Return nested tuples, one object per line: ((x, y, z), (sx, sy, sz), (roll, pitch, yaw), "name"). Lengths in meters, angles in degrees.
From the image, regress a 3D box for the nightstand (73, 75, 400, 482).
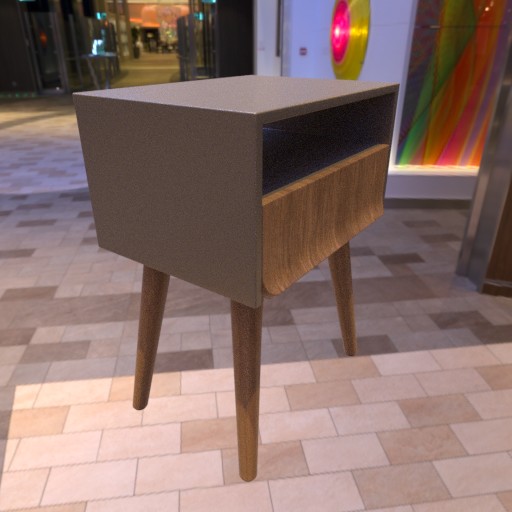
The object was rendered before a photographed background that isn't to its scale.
((0.000, 0.000, 0.712), (0.288, 0.508, 0.370), (18, 31, 32), "nightstand")
